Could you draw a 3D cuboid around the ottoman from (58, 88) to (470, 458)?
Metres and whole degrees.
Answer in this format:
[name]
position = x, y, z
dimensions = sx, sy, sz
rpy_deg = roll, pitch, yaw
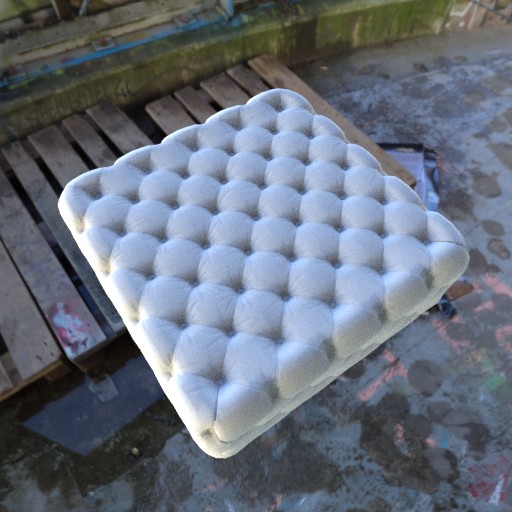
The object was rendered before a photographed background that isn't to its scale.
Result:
[ottoman]
position = 0.000, 0.000, 1.191
dimensions = 0.753, 0.376, 0.755
rpy_deg = -31, 62, -18
